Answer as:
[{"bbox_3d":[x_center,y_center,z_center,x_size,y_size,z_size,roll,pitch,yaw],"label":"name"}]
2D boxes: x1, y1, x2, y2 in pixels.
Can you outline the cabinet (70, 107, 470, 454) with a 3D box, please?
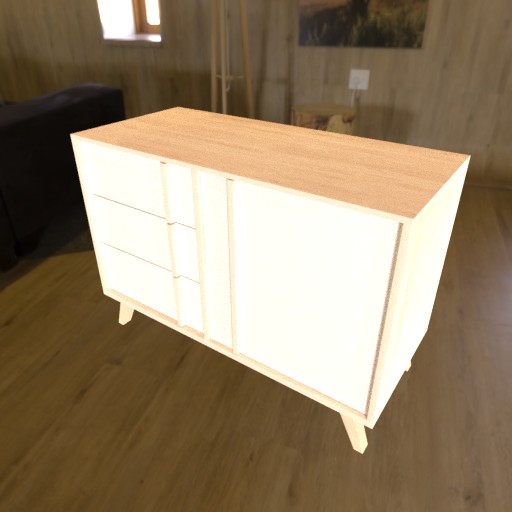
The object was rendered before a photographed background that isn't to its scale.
[{"bbox_3d":[0.000,0.000,1.530,1.110,0.780,0.500,19,35,29],"label":"cabinet"}]
